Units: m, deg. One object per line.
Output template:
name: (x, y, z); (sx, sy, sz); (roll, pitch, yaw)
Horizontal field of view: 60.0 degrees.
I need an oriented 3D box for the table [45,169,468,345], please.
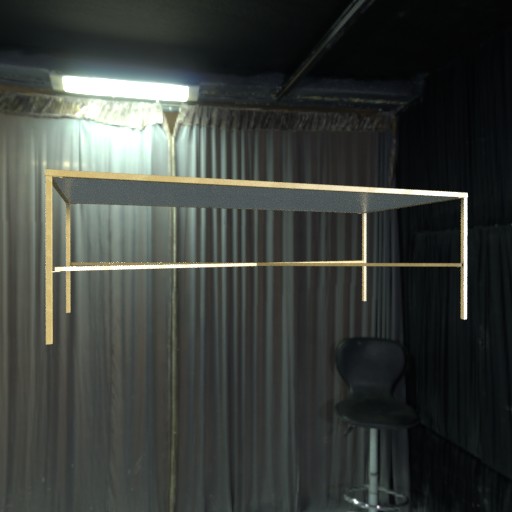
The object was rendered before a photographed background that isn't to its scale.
table: (0.000, 0.000, 1.471); (1.206, 0.398, 0.580); (0, 0, -19)
